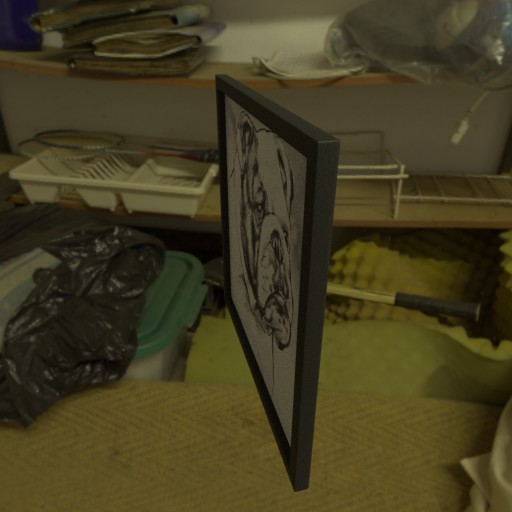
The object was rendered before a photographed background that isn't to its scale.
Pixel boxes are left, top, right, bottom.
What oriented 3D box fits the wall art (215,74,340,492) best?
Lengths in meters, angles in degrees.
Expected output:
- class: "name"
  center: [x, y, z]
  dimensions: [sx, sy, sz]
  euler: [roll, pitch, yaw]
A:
- class: "wall art"
  center: [0.000, 0.000, 0.658]
  dimensions: [0.022, 0.453, 0.456]
  euler: [-7, 30, -13]
